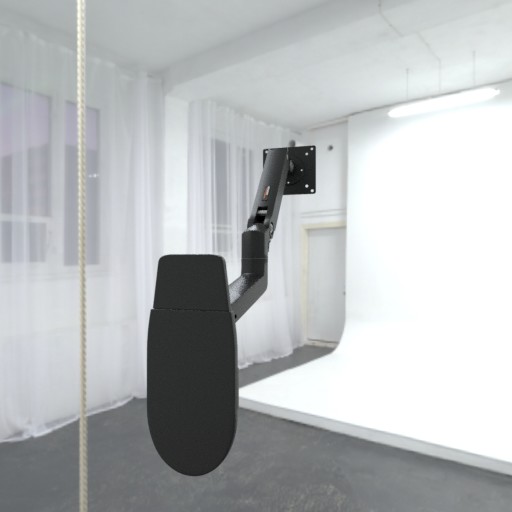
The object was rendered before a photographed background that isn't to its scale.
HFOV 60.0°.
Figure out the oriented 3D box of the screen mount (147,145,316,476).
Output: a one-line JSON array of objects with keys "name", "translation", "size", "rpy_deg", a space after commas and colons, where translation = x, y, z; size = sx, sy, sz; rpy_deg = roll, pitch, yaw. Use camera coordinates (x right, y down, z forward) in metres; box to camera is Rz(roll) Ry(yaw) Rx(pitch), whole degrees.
[{"name": "screen mount", "translation": [0.000, 0.000, 0.705], "size": [0.115, 0.466, 0.495], "rpy_deg": [0, 0, 17]}]
